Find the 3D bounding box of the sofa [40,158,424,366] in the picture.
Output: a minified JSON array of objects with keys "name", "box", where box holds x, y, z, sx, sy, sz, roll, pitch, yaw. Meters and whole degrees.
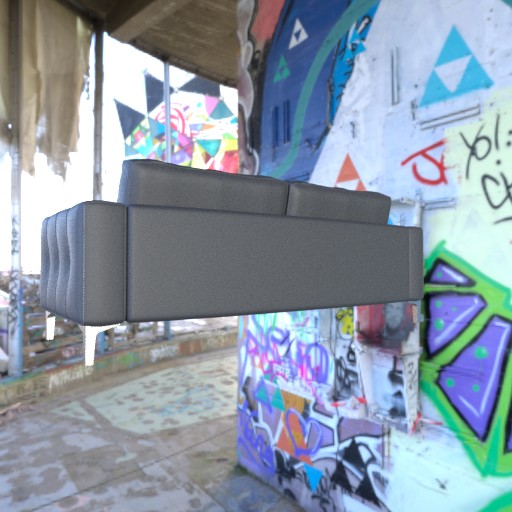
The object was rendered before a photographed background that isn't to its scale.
[{"name":"sofa","box":[0.000,0.000,2.687,2.275,0.893,0.833,1,-1,-36]}]
